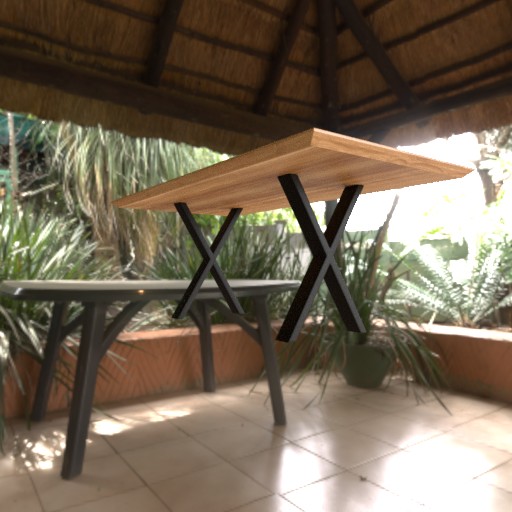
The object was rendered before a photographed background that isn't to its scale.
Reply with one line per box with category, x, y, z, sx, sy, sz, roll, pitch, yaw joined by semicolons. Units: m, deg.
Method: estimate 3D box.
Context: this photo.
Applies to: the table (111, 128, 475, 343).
table;0.000;0.000;2.511;1.000;0.770;2.000;1;-2;-36
